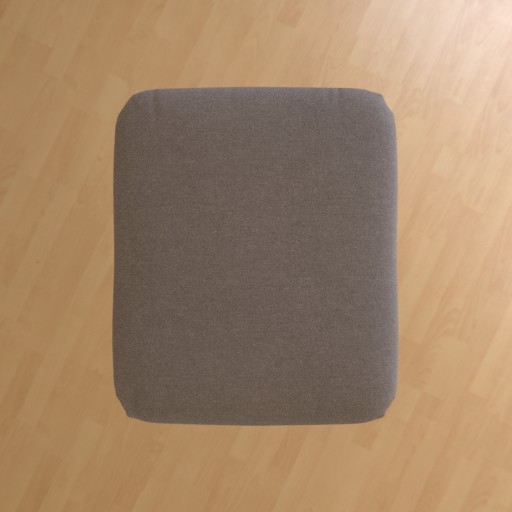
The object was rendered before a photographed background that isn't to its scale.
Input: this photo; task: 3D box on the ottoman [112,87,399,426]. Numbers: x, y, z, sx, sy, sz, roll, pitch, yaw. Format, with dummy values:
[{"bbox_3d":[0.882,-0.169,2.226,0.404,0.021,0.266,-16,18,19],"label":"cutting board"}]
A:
[{"bbox_3d":[0.000,0.000,1.106,0.622,0.450,0.747,0,89,1],"label":"ottoman"}]
